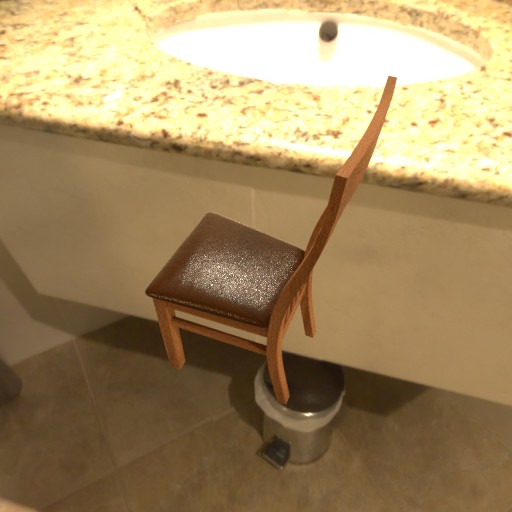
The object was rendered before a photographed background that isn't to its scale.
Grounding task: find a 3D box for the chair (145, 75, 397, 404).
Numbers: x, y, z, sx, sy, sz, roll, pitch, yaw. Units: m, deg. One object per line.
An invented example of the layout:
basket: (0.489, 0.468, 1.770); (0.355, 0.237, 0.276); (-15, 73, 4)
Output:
chair: (0.000, 0.000, 1.384); (0.580, 1.050, 0.450); (17, 48, 16)
